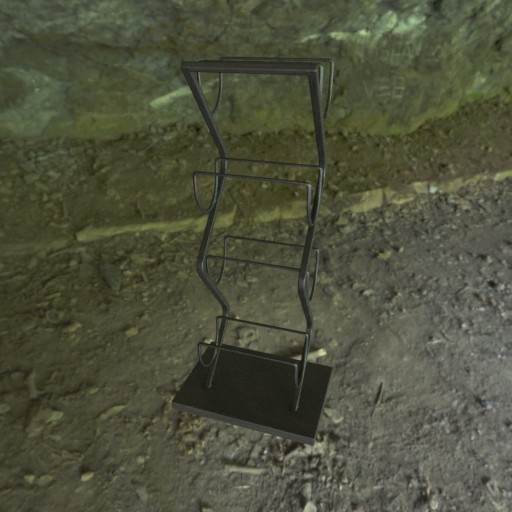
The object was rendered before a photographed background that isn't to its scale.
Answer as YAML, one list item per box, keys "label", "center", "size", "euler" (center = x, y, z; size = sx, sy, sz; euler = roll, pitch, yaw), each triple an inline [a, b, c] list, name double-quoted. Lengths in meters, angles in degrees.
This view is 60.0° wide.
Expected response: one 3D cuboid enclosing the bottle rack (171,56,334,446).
- label: "bottle rack"
  center: [0.000, 0.000, 0.692]
  size: [0.254, 0.559, 0.178]
  euler: [9, 28, 16]
